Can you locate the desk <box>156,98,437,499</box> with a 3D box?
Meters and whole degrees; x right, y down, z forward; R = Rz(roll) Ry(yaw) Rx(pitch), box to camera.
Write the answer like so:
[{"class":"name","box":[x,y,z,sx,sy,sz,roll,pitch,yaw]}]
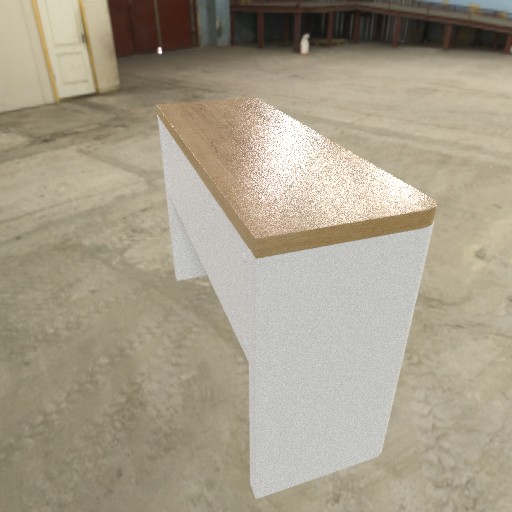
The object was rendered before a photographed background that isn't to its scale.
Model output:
[{"class":"desk","box":[0.000,0.000,1.437,0.390,0.760,1.100,-10,32,-17]}]
